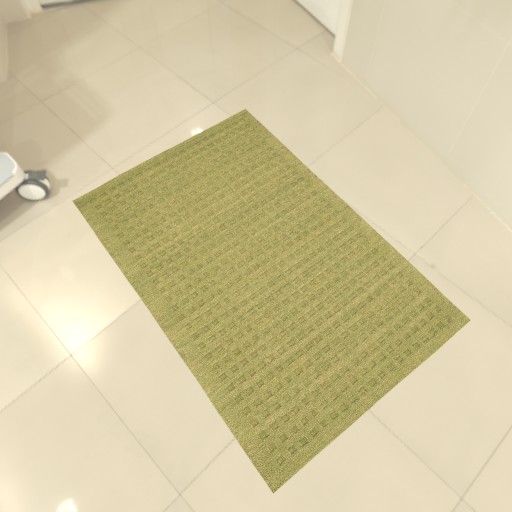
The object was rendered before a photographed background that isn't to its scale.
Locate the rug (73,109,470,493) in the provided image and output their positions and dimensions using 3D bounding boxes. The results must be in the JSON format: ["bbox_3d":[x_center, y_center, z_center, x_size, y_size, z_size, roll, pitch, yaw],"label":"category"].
[{"bbox_3d":[0.000,0.000,2.908,1.529,0.007,2.297,-34,66,-17],"label":"rug"}]
